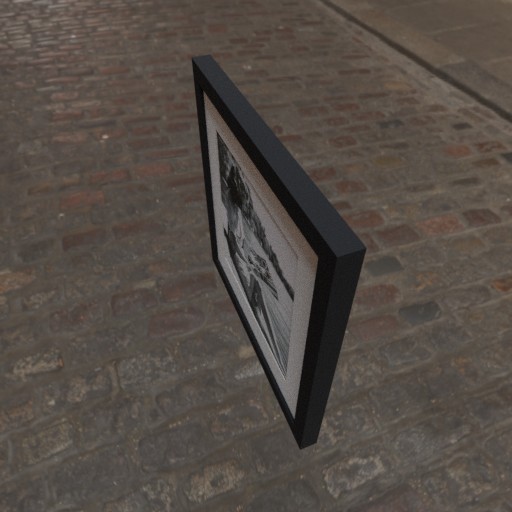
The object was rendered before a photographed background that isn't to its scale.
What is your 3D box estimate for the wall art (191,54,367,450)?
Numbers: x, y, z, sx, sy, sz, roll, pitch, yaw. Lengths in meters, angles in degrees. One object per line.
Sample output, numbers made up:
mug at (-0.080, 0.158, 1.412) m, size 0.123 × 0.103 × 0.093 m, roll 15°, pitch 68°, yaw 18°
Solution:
wall art at (0.000, 0.000, 0.711) m, size 0.030 × 0.458 × 0.462 m, roll -16°, pitch 48°, yaw -15°
